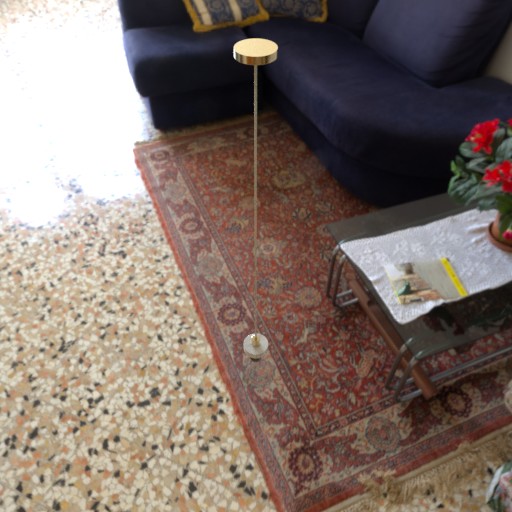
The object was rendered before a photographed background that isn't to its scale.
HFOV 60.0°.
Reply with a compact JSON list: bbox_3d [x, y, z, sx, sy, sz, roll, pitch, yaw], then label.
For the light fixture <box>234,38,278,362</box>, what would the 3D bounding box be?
[{"bbox_3d":[0.000,0.000,1.818,0.129,1.669,0.129,25,52,21],"label":"light fixture"}]
